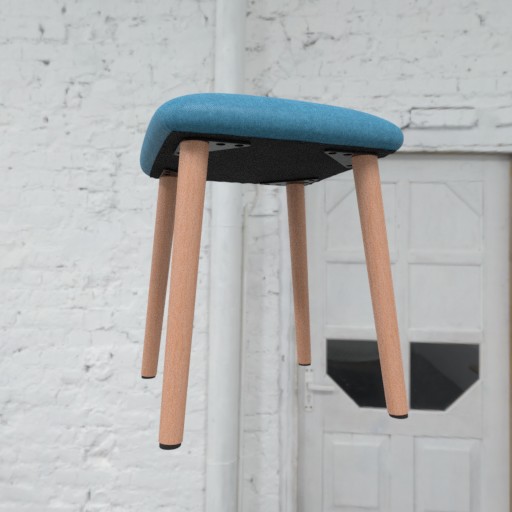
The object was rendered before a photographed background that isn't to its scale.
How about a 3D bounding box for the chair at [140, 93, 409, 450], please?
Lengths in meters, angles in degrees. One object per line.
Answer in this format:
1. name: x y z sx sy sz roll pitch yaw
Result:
1. chair: 0.000 0.000 0.725 0.360 0.450 0.360 0 0 -18
